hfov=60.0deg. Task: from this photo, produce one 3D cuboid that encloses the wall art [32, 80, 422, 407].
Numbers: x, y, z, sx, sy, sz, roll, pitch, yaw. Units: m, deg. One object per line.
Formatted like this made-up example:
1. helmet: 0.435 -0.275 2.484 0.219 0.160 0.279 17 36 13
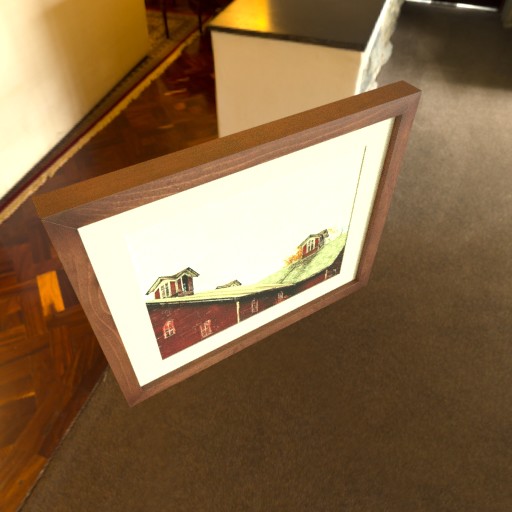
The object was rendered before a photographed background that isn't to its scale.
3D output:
1. wall art: 0.000 0.000 0.536 0.401 0.328 0.030 -24 51 -21
